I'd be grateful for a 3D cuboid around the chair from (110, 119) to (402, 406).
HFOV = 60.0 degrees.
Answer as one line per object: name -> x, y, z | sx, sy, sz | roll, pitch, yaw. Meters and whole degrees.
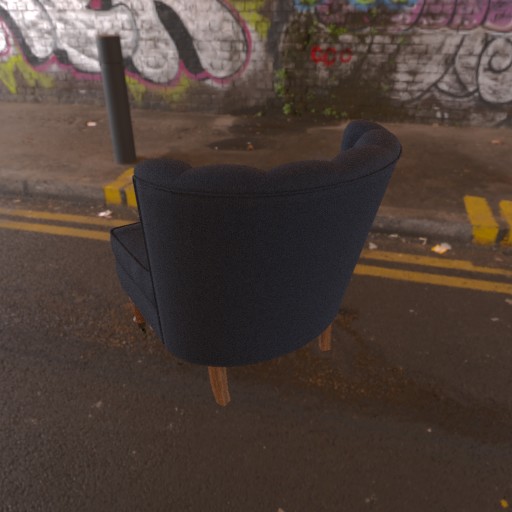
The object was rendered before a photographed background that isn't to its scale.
chair -> 0.000, 0.000, 1.355 | 0.740, 0.771, 0.718 | -19, 35, -30
